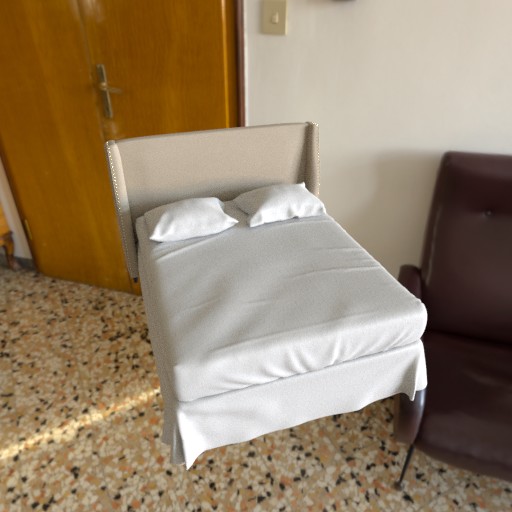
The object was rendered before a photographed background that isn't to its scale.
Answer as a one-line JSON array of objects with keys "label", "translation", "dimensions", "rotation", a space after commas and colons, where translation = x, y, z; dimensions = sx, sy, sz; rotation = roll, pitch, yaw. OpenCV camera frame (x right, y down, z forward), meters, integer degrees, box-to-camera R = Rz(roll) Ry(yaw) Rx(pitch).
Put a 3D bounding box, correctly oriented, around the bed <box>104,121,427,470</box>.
[{"label": "bed", "translation": [0.000, 0.000, 3.380], "dimensions": [1.925, 1.332, 2.276], "rotation": [-10, 34, -16]}]
